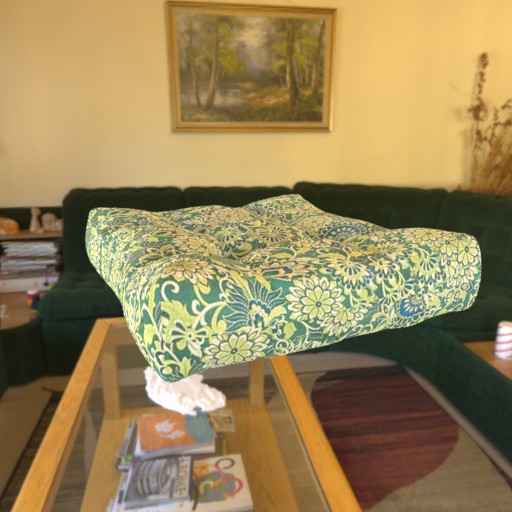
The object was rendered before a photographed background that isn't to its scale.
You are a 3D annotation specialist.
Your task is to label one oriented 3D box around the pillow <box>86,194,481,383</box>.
[{"bbox_3d":[0.000,0.000,0.708,0.468,0.128,0.490,-8,17,-26],"label":"pillow"}]
